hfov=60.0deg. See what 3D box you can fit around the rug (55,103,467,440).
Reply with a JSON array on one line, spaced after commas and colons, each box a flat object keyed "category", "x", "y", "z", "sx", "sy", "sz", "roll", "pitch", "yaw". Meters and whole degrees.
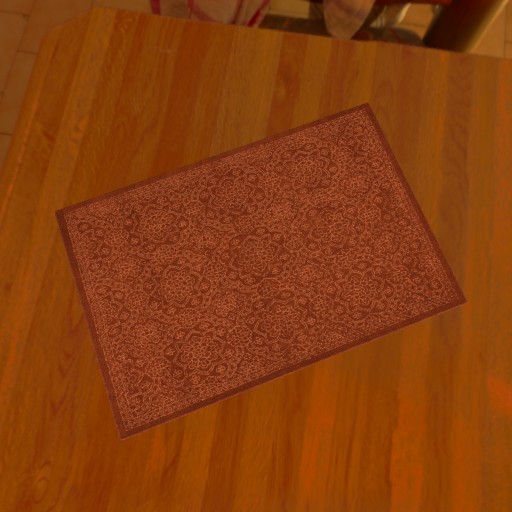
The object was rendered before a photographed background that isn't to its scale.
[{"category": "rug", "x": 0.000, "y": 0.000, "z": 2.297, "sx": 1.829, "sy": 0.010, "sz": 1.219, "roll": -20, "pitch": 77, "yaw": -5}]
